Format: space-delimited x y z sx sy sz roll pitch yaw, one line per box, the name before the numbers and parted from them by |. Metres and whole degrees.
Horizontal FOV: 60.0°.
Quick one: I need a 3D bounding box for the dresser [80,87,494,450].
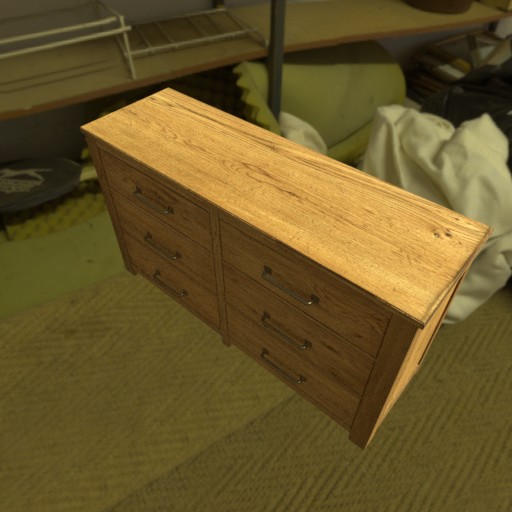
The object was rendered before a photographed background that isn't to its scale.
dresser | 0.000 0.000 2.067 1.657 0.932 0.563 31 53 27
